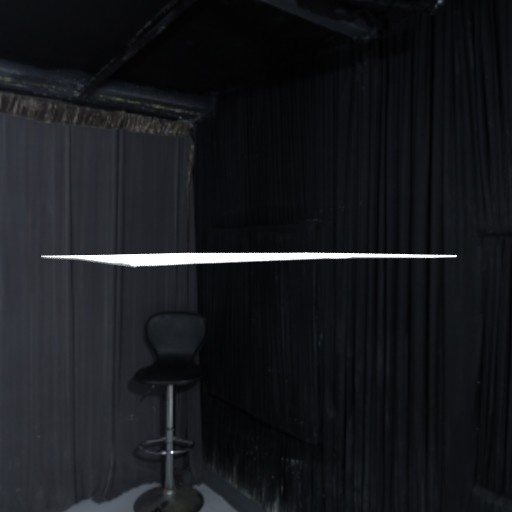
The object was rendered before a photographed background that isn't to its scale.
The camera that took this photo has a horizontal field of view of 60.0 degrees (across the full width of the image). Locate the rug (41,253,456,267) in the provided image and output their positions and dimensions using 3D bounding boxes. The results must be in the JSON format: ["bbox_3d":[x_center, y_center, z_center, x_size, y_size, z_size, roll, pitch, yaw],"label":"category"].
[{"bbox_3d":[0.000,0.000,2.241,1.773,0.021,1.149,-1,2,-37],"label":"rug"}]
